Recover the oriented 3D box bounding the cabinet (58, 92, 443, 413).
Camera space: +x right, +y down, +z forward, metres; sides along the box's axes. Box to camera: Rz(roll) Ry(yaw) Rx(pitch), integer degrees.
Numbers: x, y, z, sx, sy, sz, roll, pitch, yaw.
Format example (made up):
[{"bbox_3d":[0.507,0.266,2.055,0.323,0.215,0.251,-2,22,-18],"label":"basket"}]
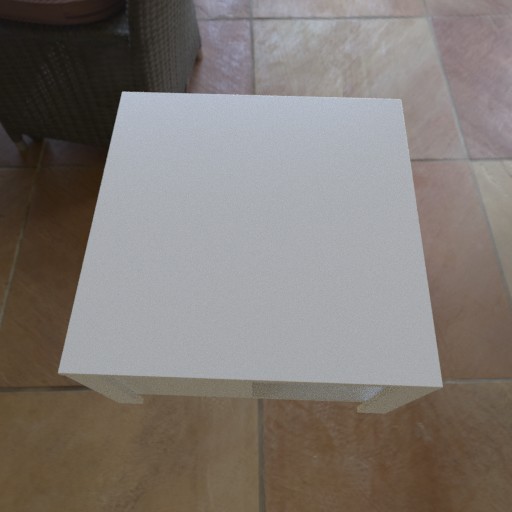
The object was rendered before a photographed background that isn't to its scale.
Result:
[{"bbox_3d":[0.000,0.000,1.300,0.800,0.460,0.800,2,64,1],"label":"cabinet"}]
